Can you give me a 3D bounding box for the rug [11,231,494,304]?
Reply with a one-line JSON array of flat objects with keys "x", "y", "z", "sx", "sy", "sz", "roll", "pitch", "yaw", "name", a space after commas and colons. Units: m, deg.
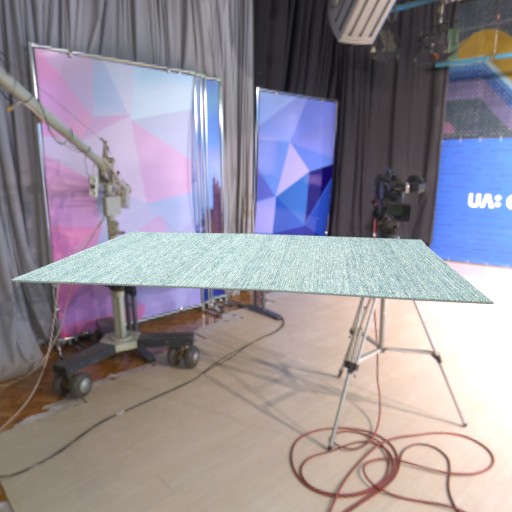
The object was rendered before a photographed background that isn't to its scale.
[{"x": 0.000, "y": 0.000, "z": 2.235, "sx": 1.853, "sy": 0.022, "sz": 1.174, "roll": 2, "pitch": 13, "yaw": 9, "name": "rug"}]
